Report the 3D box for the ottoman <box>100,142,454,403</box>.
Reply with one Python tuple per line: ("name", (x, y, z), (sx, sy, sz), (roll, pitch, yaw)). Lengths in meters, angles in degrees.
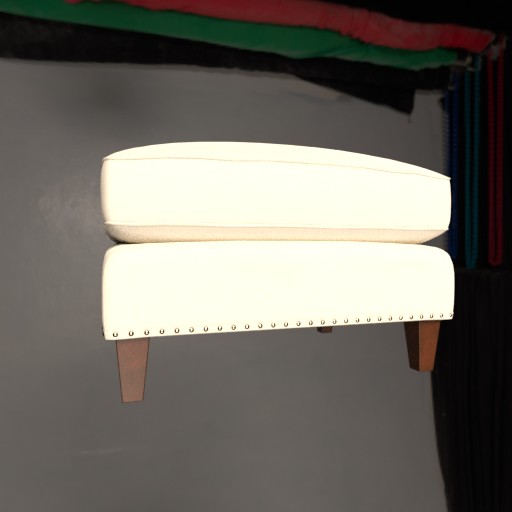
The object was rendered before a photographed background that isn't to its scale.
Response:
("ottoman", (0.000, 0.000, 1.133), (0.741, 0.513, 0.584), (0, 1, -18))
